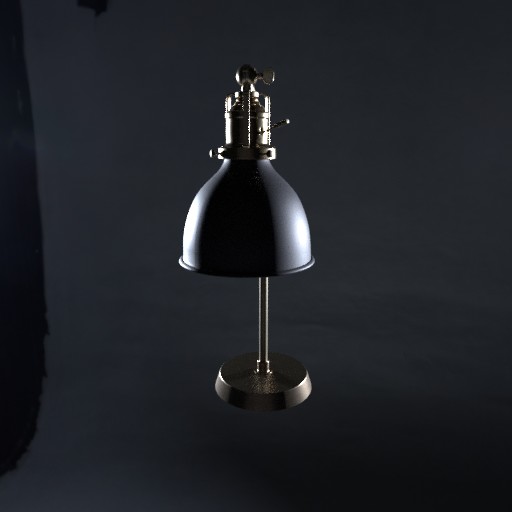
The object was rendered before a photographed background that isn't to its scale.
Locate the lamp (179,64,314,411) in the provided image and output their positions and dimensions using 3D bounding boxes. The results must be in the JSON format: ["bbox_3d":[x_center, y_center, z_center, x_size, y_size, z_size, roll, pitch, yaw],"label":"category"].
[{"bbox_3d":[0.000,0.000,0.594,0.160,0.456,0.291,2,14,9],"label":"lamp"}]
